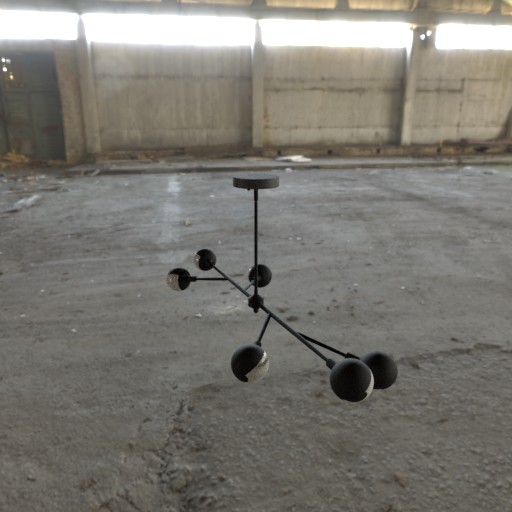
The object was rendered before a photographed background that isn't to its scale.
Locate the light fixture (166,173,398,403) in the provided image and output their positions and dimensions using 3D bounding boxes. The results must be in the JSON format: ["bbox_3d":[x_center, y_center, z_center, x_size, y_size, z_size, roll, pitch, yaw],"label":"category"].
[{"bbox_3d":[0.000,0.000,1.015,0.434,0.362,0.778,-3,17,-9],"label":"light fixture"}]
